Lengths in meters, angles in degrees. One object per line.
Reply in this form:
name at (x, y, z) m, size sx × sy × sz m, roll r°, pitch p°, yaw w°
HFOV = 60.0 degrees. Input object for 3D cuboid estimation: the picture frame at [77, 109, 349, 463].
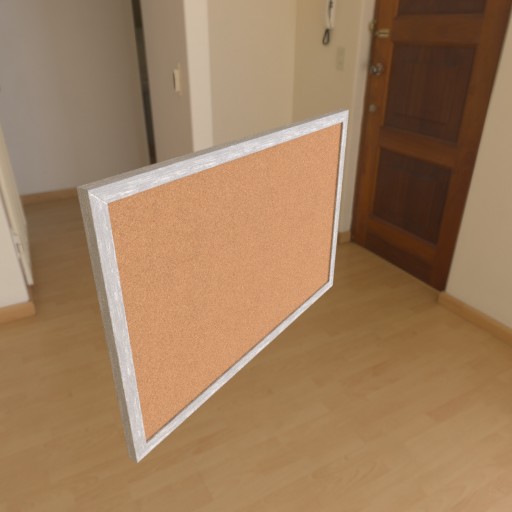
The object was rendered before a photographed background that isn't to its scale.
picture frame at (0.000, 0.000, 1.198) m, size 0.029 × 0.640 × 0.950 m, roll 18°, pitch 32°, yaw 31°
